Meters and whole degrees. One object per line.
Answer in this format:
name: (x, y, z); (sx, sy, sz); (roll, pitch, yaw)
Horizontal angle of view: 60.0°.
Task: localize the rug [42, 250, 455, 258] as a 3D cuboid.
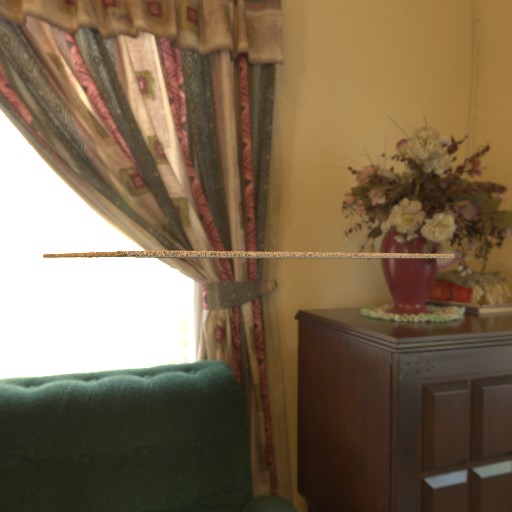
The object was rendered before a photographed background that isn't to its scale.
rug: (0.000, 0.000, 3.072); (2.438, 0.030, 1.524); (0, 0, -36)
